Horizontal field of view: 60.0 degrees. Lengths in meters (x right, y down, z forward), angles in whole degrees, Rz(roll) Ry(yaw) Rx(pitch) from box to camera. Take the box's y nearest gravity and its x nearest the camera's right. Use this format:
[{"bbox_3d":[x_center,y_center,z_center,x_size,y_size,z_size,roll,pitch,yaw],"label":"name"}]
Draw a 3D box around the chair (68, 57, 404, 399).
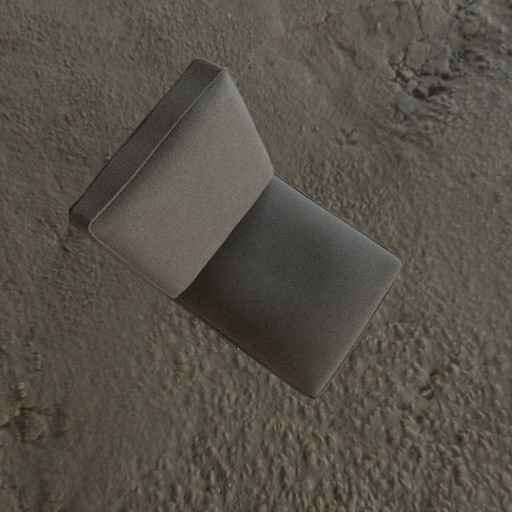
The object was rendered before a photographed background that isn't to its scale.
[{"bbox_3d":[0.000,0.000,1.605,0.938,0.970,0.621,35,78,8],"label":"chair"}]
